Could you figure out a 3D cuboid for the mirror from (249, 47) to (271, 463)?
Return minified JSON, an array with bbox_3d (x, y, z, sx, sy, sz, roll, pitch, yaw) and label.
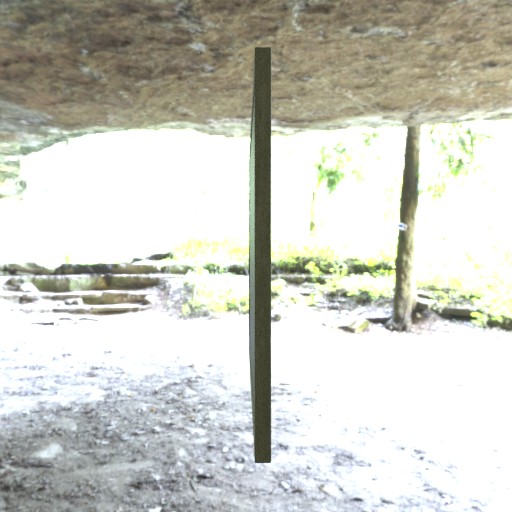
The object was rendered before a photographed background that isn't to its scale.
[{"bbox_3d":[0.000,0.000,1.150,0.028,0.689,0.839,0,0,-2],"label":"mirror"}]
